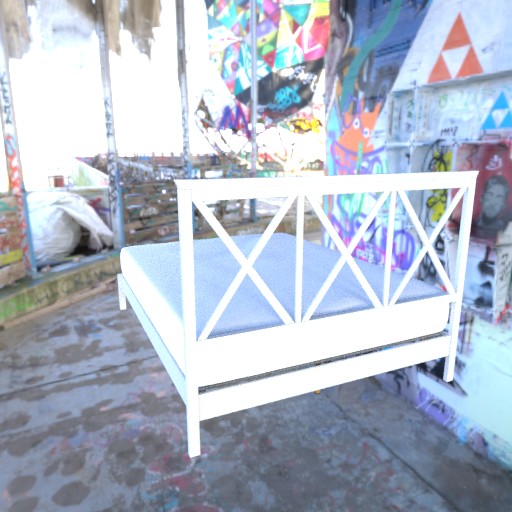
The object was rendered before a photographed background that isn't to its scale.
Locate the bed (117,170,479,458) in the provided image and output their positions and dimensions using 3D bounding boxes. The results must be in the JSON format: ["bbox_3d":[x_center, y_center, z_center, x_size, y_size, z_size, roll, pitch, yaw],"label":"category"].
[{"bbox_3d":[0.000,0.000,3.146,1.673,1.253,2.135,-6,15,-24],"label":"bed"}]
